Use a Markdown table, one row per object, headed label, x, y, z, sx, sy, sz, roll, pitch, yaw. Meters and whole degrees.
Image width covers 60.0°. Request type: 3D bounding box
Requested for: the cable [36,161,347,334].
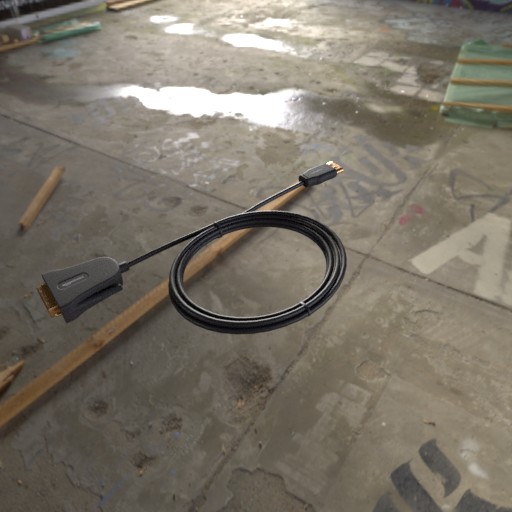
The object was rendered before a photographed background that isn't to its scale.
| label | x | y | z | sx | sy | sz | roll | pitch | yaw |
| --- | --- | --- | --- | --- | --- | --- | --- | --- | --- |
| cable | 0.000 | 0.000 | 0.329 | 0.281 | 0.015 | 0.136 | -26 | 48 | -27 |
